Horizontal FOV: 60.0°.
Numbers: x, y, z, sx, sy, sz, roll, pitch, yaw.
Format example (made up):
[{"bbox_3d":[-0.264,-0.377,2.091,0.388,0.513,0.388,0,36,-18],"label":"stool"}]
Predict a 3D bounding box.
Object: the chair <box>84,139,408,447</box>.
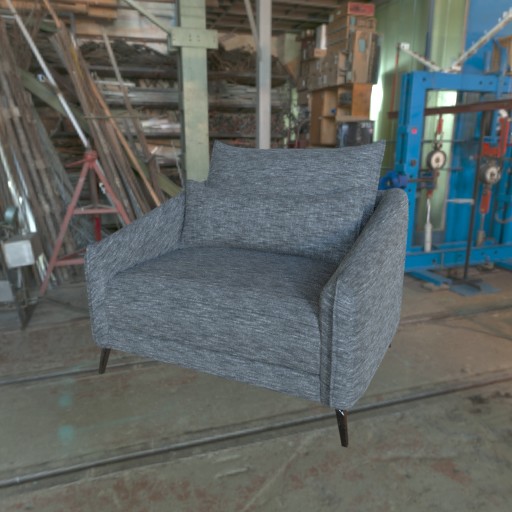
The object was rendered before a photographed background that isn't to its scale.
[{"bbox_3d":[0.000,0.000,1.650,1.004,0.842,0.805,7,16,25],"label":"chair"}]
